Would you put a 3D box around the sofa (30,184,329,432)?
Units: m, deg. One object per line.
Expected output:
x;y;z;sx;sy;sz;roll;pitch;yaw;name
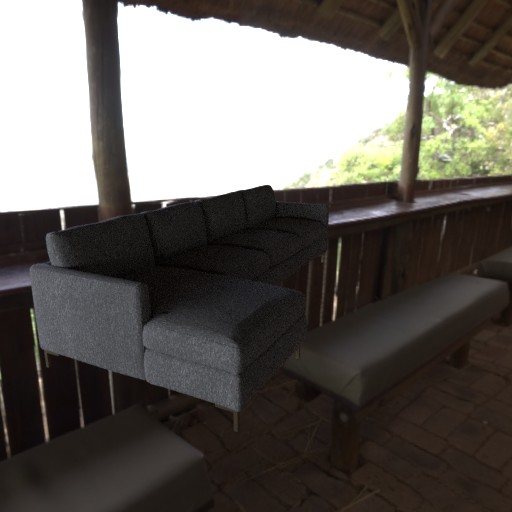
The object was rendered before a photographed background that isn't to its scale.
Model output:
0.000;0.000;3.412;1.350;0.810;2.932;8;17;26;sofa
